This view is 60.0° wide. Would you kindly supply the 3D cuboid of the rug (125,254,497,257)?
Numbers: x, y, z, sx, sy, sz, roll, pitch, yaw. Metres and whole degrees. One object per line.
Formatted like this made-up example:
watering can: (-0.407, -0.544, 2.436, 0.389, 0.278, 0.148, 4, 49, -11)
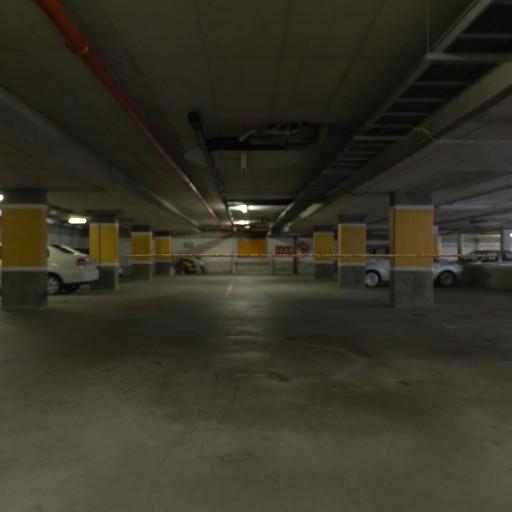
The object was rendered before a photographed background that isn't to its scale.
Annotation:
rug: (0.000, 0.000, 2.146, 1.143, 0.006, 1.747, 0, 0, -19)
